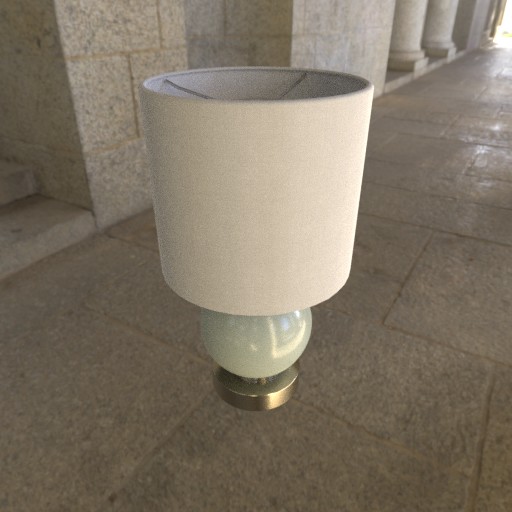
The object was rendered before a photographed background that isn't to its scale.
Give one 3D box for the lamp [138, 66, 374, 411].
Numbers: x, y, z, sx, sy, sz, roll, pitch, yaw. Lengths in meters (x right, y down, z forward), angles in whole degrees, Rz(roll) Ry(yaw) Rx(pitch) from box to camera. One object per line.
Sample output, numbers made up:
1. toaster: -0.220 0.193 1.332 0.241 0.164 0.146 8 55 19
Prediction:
1. lamp: 0.000 0.000 0.473 0.201 0.353 0.201 1 30 1
